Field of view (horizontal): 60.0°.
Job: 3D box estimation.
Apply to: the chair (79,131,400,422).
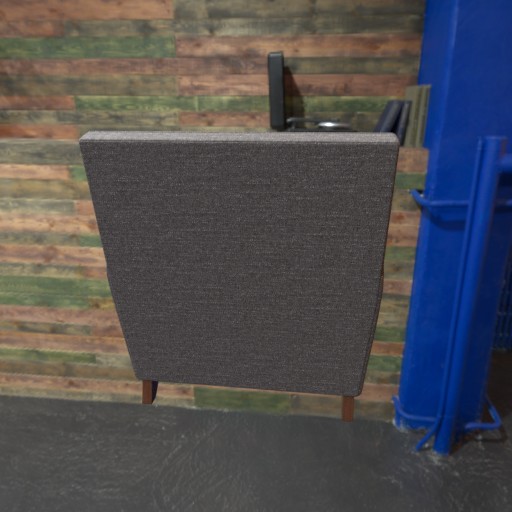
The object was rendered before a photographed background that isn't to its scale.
[{"bbox_3d":[0.000,0.000,1.576,0.838,0.885,0.875,2,18,7],"label":"chair"}]
